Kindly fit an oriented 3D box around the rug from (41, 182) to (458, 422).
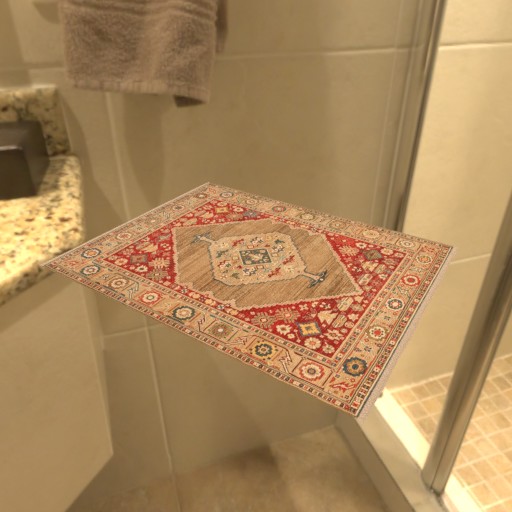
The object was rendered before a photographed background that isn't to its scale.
[{"bbox_3d":[0.000,0.000,4.197,3.143,0.008,2.451,19,36,28],"label":"rug"}]
